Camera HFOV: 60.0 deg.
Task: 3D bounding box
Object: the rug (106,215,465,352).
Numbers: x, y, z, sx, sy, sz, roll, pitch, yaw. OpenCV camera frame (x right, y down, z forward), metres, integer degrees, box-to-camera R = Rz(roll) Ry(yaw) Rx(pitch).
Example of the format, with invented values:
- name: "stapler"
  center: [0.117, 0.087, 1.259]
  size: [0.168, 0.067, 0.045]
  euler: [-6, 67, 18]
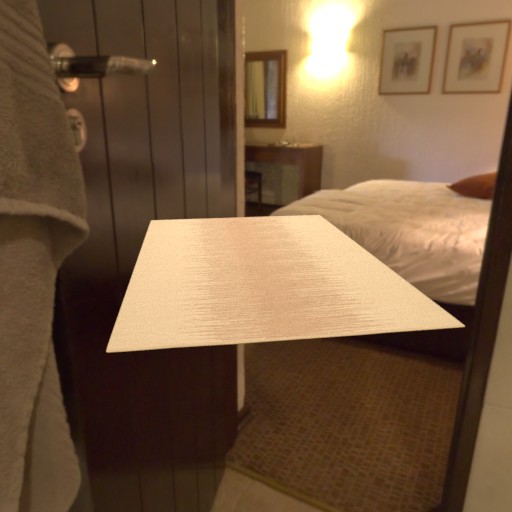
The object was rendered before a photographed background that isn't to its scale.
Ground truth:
- name: "rug"
  center: [0.000, 0.000, 2.356]
  size: [1.234, 0.006, 1.850]
  euler: [-3, 18, -8]
